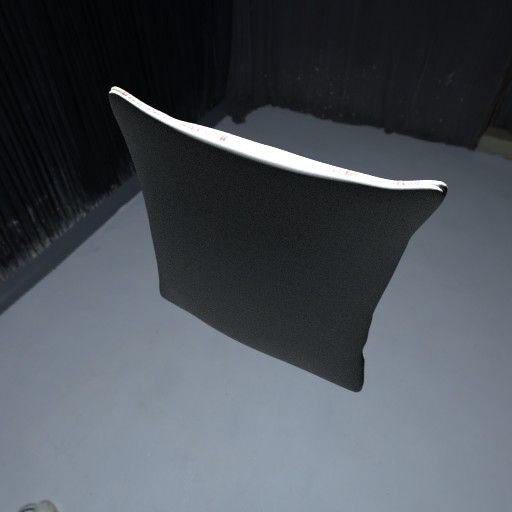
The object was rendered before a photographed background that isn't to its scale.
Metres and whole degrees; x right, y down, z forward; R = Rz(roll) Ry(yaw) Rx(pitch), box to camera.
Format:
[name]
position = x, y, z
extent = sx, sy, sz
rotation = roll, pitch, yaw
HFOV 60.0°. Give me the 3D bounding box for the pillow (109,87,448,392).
[pillow]
position = 0.000, 0.000, 0.686
extent = 0.451, 0.449, 0.191
rotation = 23, 51, 20
